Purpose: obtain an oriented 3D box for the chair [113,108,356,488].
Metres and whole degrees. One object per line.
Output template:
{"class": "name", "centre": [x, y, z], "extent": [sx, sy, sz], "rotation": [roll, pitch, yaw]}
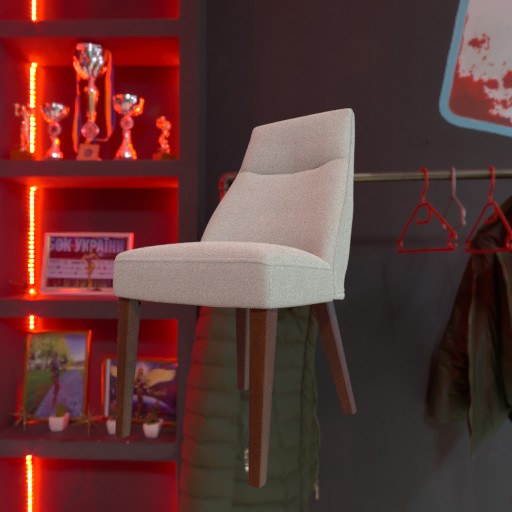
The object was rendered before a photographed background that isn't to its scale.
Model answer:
{"class": "chair", "centre": [0.000, 0.000, 1.263], "extent": [0.500, 0.930, 0.620], "rotation": [0, 0, 35]}
